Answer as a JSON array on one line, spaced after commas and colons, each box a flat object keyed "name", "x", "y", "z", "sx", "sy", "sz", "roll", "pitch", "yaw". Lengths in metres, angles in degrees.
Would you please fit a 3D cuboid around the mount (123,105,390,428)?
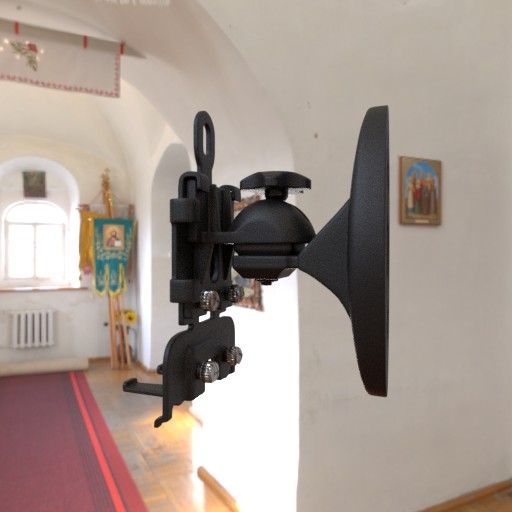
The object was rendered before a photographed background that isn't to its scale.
[{"name": "mount", "x": 0.000, "y": 0.000, "z": 0.175, "sx": 0.100, "sy": 0.118, "sz": 0.066, "roll": 0, "pitch": 1, "yaw": 18}]
